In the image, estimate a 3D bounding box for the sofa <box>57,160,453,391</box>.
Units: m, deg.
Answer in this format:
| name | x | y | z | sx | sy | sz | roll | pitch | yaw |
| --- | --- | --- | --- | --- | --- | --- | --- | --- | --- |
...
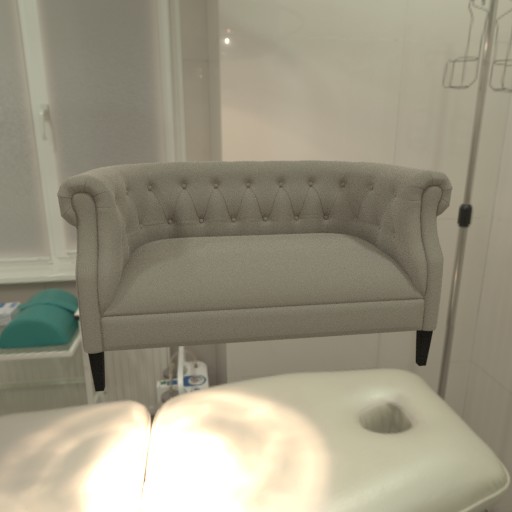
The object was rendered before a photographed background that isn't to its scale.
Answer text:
| name | x | y | z | sx | sy | sz | roll | pitch | yaw |
| --- | --- | --- | --- | --- | --- | --- | --- | --- | --- |
| sofa | 0.000 | 0.000 | 2.067 | 1.558 | 0.827 | 0.835 | -2 | 16 | -8 |
